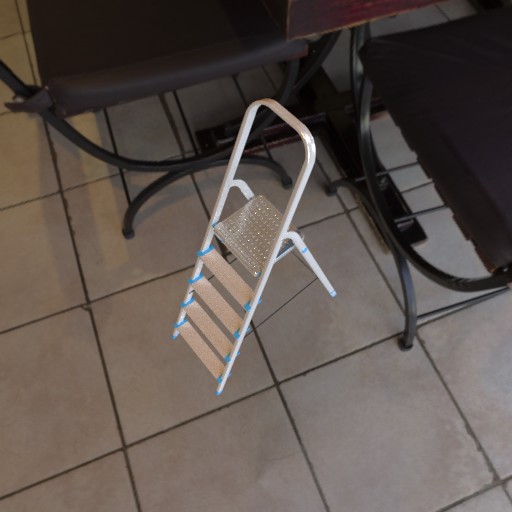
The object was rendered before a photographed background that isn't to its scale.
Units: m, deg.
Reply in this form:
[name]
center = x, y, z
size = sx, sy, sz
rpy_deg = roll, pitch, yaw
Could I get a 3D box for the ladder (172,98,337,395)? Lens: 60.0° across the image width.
[ladder]
center = 0.000, 0.000, 2.088
size = 0.990, 1.648, 0.468
rpy_deg = -37, 69, -17
